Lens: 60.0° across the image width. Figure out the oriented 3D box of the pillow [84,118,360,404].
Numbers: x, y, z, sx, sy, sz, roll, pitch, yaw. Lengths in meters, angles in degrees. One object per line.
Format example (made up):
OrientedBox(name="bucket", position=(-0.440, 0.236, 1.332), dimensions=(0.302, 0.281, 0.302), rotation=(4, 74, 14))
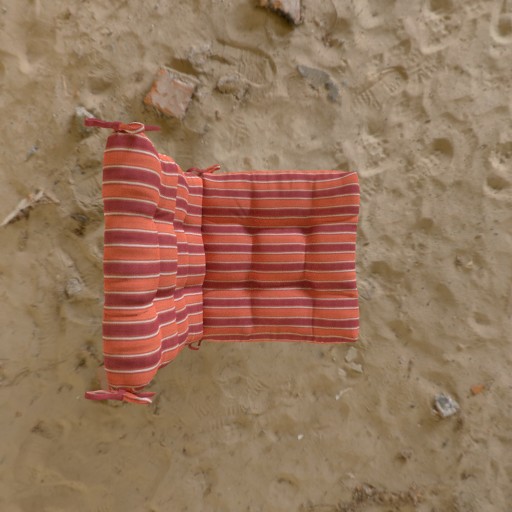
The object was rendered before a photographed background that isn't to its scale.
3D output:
OrientedBox(name="pillow", position=(0.000, 0.000, 1.015), dimensions=(0.571, 0.605, 0.519), rotation=(0, 90, 1))
